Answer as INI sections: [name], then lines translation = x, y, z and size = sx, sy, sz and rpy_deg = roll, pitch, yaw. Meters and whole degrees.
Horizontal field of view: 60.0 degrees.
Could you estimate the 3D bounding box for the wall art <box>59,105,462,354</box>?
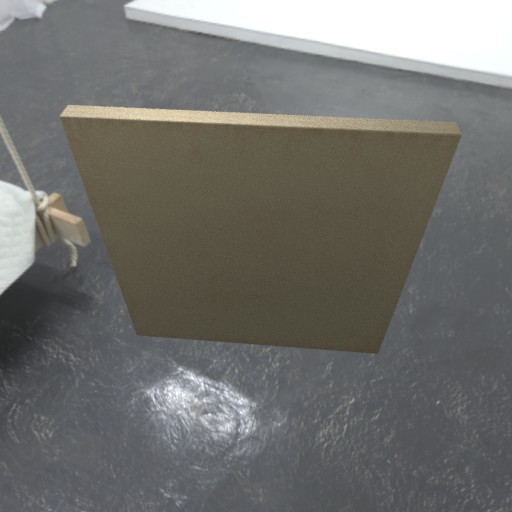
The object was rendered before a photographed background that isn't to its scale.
[wall art]
translation = 0.000, 0.000, 0.745
size = 0.503, 0.506, 0.030
rpy_deg = 4, 47, 3
